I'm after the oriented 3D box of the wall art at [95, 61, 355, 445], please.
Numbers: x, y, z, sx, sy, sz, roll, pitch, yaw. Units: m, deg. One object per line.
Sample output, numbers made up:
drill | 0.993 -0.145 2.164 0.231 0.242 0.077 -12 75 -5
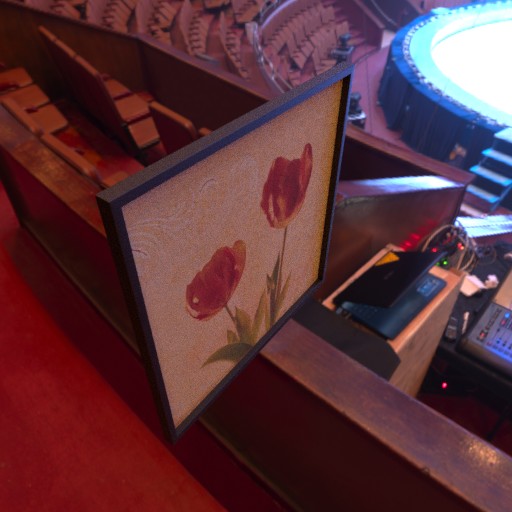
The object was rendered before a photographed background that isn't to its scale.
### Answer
wall art | 0.000 0.000 1.200 0.043 0.807 0.805 27 48 27
